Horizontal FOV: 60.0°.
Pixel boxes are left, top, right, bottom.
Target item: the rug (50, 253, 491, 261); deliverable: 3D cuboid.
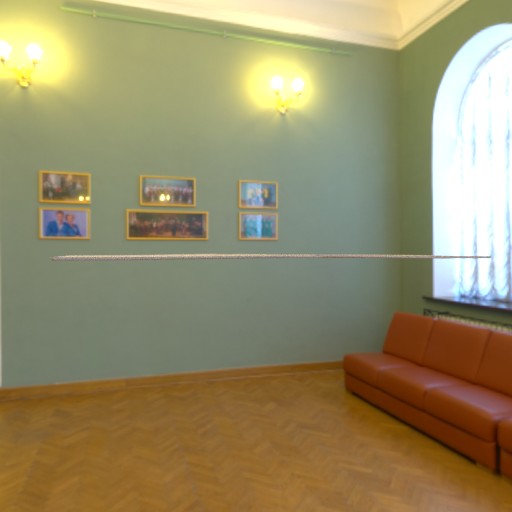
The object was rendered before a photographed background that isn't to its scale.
[{"bbox_3d":[0.000,0.000,2.946,2.342,0.030,1.609,0,0,-19],"label":"rug"}]
